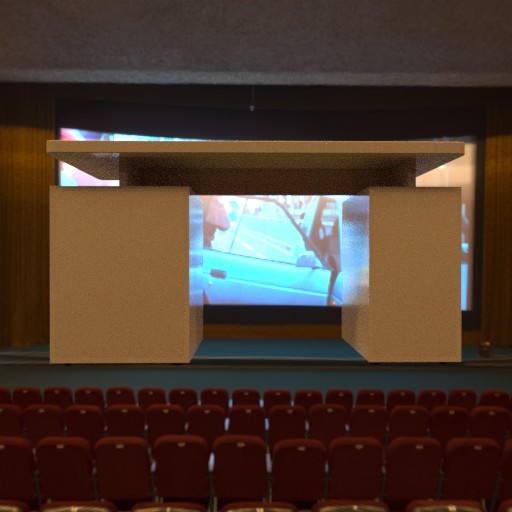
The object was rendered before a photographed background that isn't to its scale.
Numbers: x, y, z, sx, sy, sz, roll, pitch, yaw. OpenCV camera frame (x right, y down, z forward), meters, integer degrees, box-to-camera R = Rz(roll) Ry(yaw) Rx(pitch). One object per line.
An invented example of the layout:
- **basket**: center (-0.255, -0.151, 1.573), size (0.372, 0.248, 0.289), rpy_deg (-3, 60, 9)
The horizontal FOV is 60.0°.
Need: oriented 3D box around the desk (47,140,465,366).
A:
- **desk**: center (0.000, 0.000, 1.739), size (1.400, 0.762, 0.550), rpy_deg (0, 0, -1)
